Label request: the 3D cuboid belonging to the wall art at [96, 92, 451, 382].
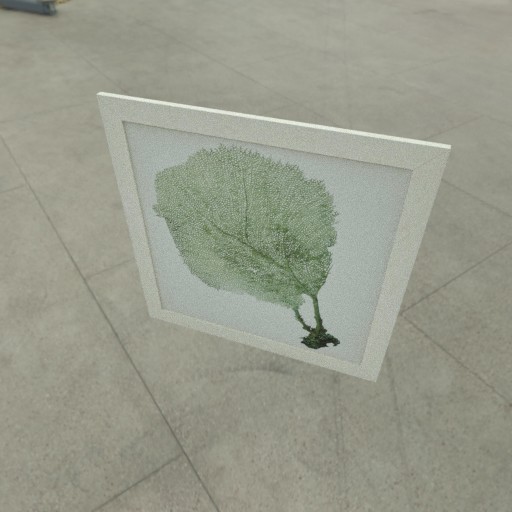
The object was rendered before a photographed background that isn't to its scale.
[{"bbox_3d":[0.000,0.000,0.895,0.584,0.584,0.013,13,43,15],"label":"wall art"}]
